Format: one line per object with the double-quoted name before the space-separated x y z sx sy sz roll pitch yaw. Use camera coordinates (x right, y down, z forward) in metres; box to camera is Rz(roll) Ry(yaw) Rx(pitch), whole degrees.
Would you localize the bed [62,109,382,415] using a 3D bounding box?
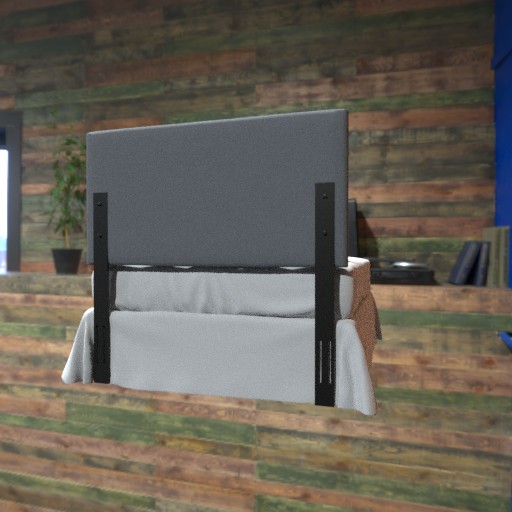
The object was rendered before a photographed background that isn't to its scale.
"bed" 0.000 0.000 3.527 1.936 1.577 2.222 0 1 17
